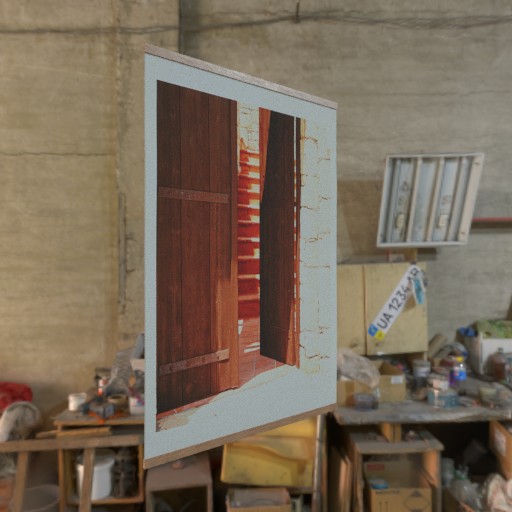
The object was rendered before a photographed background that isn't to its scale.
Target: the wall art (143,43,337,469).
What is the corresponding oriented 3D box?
[{"bbox_3d":[0.000,0.000,1.899,1.019,1.527,0.019,0,0,-38],"label":"wall art"}]
